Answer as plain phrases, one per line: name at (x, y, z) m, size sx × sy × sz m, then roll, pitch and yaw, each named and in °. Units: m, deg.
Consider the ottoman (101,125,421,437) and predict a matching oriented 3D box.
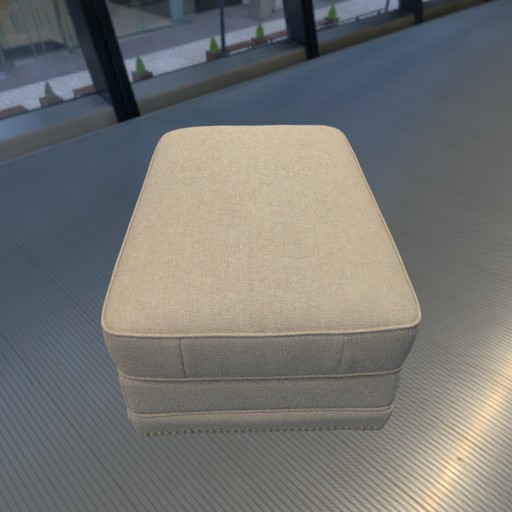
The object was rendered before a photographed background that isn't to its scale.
ottoman at (0.000, 0.000, 1.131) m, size 0.559 × 0.458 × 0.813 m, roll -1°, pitch 40°, yaw -1°
